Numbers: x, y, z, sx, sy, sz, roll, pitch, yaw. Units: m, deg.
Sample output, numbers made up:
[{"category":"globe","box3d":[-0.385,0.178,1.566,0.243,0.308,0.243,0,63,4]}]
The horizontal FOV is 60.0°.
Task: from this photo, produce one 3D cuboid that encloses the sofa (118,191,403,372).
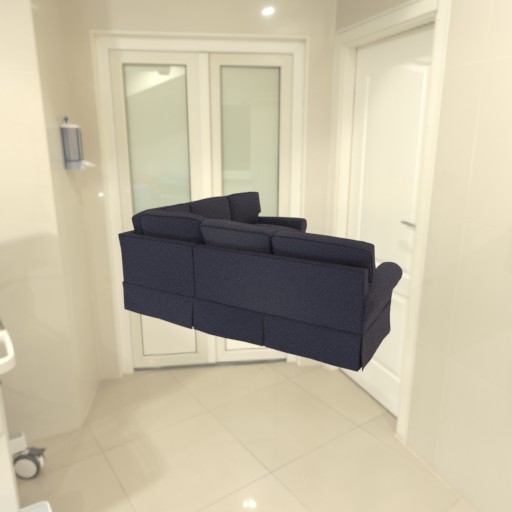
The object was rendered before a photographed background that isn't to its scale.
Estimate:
[{"category":"sofa","box3d":[0.000,0.000,5.125,2.874,1.169,3.773,-8,17,-27]}]
